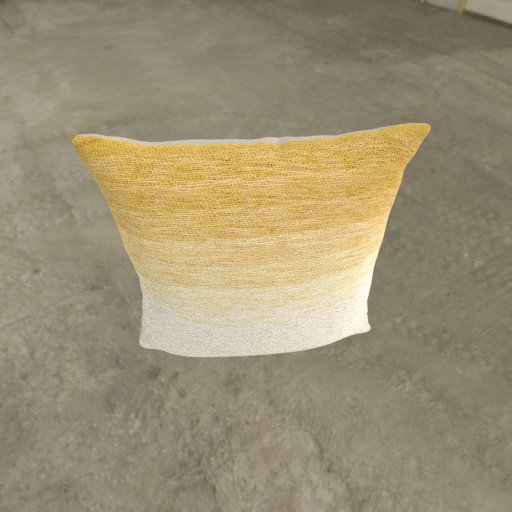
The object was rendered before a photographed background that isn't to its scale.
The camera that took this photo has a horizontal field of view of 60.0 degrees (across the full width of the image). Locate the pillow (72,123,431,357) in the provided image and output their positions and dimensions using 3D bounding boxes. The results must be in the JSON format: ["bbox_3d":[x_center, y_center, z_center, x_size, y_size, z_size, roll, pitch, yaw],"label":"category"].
[{"bbox_3d":[0.000,0.000,0.709,0.450,0.450,0.211,-3,45,-3],"label":"pillow"}]
